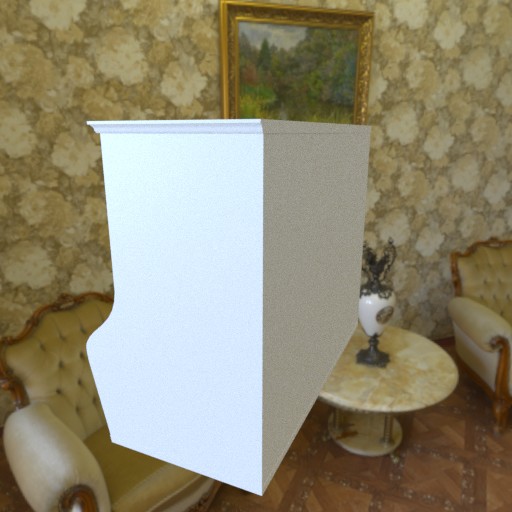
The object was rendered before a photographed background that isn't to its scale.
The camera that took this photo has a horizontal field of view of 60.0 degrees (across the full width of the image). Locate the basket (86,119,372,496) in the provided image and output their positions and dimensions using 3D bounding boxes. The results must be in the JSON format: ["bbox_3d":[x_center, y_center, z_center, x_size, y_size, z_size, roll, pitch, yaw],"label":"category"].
[{"bbox_3d":[0.000,0.000,1.097,0.376,0.625,0.792,7,17,24],"label":"basket"}]
